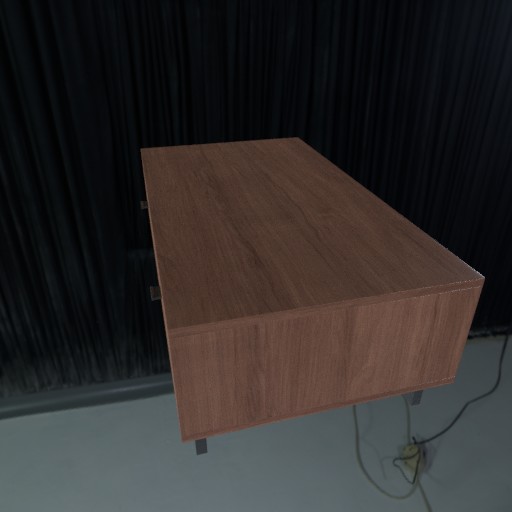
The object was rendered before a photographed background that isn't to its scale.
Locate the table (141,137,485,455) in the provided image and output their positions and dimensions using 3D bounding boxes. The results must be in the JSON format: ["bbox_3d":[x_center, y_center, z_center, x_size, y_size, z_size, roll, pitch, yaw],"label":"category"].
[{"bbox_3d":[0.000,0.000,1.270,0.600,0.380,1.020,-8,31,-13],"label":"table"}]
